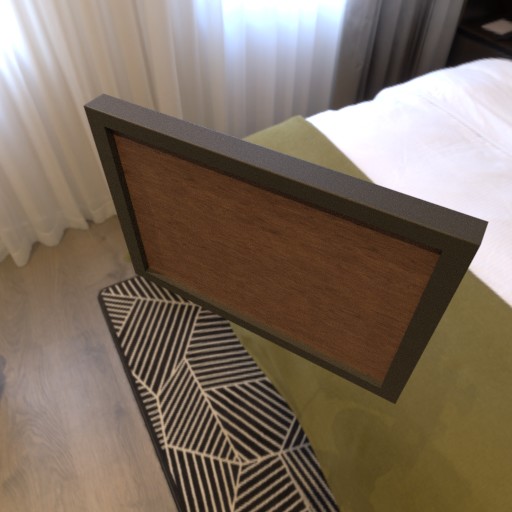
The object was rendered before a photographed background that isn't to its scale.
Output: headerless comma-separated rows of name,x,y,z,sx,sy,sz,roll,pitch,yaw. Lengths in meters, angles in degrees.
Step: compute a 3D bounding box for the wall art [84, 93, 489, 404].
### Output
wall art,0.000,0.000,0.842,0.671,0.456,0.051,23,52,20
